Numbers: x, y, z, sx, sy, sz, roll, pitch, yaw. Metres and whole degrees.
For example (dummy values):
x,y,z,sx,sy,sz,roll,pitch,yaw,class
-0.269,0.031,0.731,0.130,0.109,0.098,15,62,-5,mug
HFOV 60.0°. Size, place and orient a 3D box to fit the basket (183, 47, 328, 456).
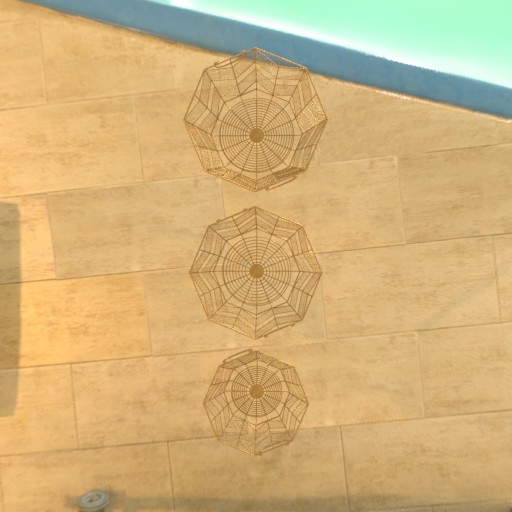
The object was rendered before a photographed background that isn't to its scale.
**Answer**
x,y,z,sx,sy,sz,roll,pitch,yaw,class
0.000,0.000,1.410,0.432,0.178,1.245,0,90,2,basket
